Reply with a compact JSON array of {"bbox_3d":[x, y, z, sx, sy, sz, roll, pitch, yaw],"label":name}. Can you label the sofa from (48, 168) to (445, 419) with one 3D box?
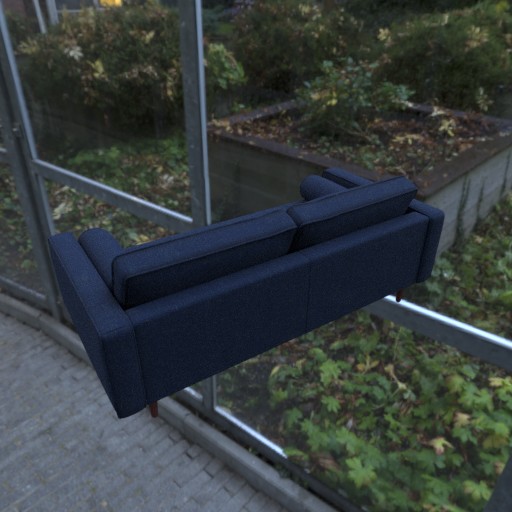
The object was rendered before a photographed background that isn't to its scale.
[{"bbox_3d":[0.000,0.000,2.373,1.880,0.762,0.914,-18,35,-28],"label":"sofa"}]
